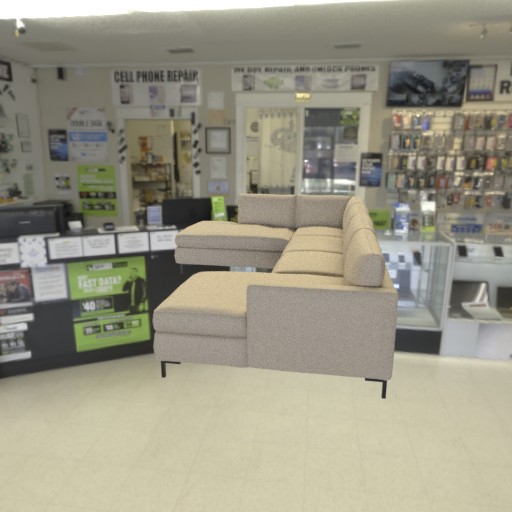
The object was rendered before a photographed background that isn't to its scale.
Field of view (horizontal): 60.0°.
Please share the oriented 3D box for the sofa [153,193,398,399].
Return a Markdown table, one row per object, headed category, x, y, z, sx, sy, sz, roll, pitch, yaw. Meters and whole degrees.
| category | x | y | z | sx | sy | sz | roll | pitch | yaw |
| --- | --- | --- | --- | --- | --- | --- | --- | --- | --- |
| sofa | 0.000 | 0.000 | 3.571 | 1.879 | 0.756 | 2.737 | 3 | 14 | 10 |
